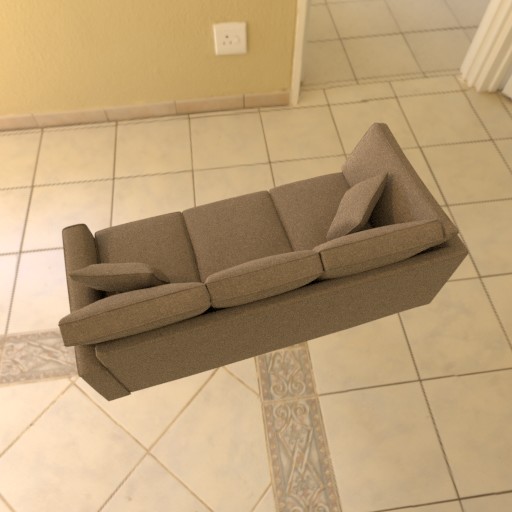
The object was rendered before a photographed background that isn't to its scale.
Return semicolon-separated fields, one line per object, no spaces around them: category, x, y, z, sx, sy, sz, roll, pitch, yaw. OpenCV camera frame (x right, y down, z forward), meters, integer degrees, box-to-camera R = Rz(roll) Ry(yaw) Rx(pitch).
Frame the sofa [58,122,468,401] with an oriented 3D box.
sofa;0.000;0.000;2.907;2.317;0.962;1.061;-15;60;-9
